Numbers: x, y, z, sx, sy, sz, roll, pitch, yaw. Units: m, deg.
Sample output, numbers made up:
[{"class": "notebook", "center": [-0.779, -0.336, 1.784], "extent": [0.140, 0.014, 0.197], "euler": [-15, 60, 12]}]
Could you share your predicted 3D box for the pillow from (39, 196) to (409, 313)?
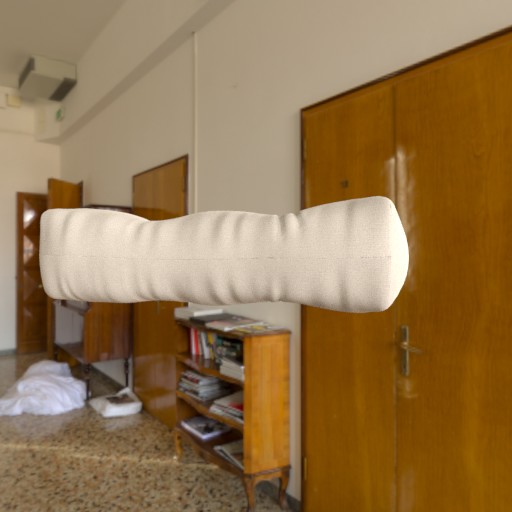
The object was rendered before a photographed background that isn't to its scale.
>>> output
[{"class": "pillow", "center": [0.000, 0.000, 0.728], "extent": [0.468, 0.128, 0.490], "euler": [0, 0, 18]}]
